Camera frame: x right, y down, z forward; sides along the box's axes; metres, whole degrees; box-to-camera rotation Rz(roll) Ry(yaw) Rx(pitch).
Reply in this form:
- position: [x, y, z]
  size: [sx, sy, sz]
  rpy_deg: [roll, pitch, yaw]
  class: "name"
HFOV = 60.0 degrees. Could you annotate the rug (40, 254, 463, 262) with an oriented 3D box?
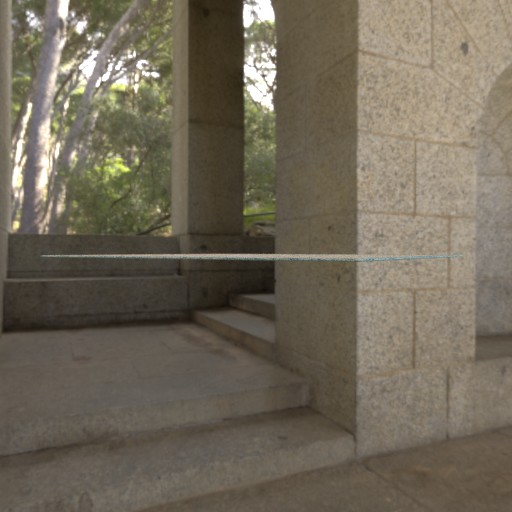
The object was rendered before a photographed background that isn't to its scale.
- position: [0.000, 0.000, 4.089]
  size: [3.050, 0.016, 2.441]
  rpy_deg: [0, 1, 36]
  class: "rug"
